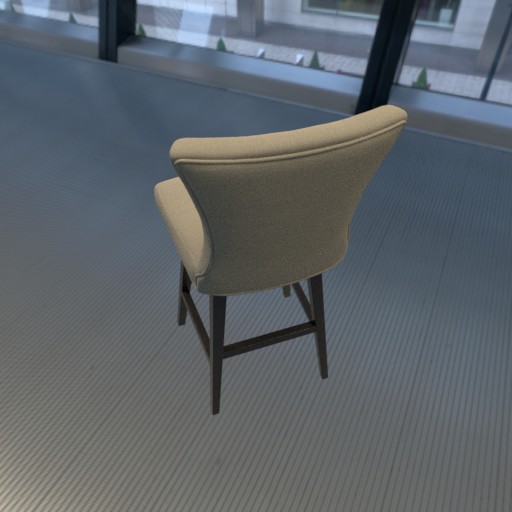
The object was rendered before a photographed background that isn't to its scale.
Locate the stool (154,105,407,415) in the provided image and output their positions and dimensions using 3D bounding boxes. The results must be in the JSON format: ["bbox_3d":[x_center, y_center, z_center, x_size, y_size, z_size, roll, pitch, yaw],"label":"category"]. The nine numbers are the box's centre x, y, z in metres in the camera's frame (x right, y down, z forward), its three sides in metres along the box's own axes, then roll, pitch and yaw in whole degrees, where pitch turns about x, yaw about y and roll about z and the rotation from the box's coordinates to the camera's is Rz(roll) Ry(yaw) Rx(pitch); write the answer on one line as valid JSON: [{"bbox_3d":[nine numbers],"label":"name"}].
[{"bbox_3d":[0.000,0.000,1.391,0.514,1.086,0.574,-13,44,-14],"label":"stool"}]
